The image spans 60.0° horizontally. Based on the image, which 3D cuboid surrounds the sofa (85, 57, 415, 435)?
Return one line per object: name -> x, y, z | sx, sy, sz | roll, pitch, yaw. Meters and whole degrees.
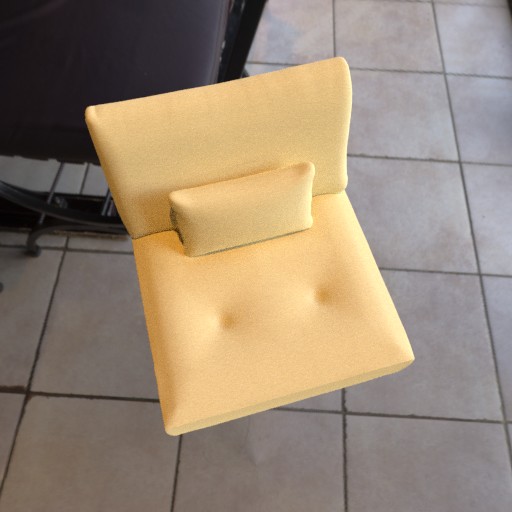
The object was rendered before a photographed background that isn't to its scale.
sofa -> 0.000, 0.000, 1.644 | 0.930, 0.820, 1.000 | -14, 65, -6
